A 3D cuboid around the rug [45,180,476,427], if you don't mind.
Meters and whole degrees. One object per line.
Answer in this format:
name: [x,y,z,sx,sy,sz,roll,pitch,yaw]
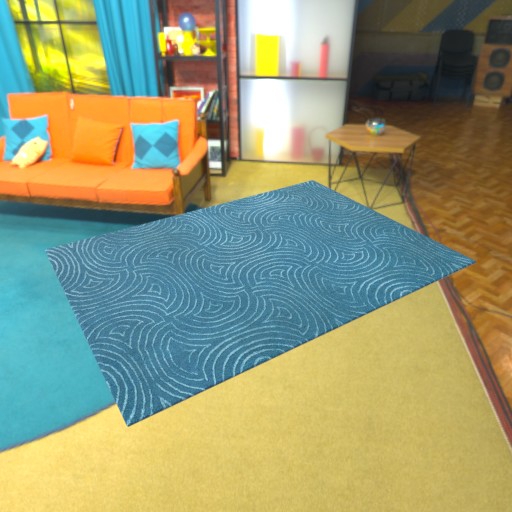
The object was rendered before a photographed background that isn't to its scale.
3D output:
rug: [0.000,0.000,2.712,2.144,0.015,1.543,-19,36,-28]
